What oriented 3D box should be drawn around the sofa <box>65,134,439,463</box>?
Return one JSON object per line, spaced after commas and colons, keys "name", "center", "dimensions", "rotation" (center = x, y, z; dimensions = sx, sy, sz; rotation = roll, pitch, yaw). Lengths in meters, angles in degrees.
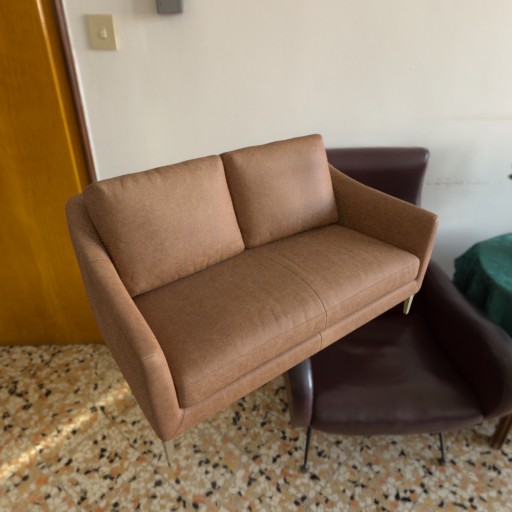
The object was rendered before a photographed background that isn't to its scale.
{"name": "sofa", "center": [0.000, 0.000, 2.165], "dimensions": [1.619, 0.902, 0.960], "rotation": [-22, 37, -32]}
